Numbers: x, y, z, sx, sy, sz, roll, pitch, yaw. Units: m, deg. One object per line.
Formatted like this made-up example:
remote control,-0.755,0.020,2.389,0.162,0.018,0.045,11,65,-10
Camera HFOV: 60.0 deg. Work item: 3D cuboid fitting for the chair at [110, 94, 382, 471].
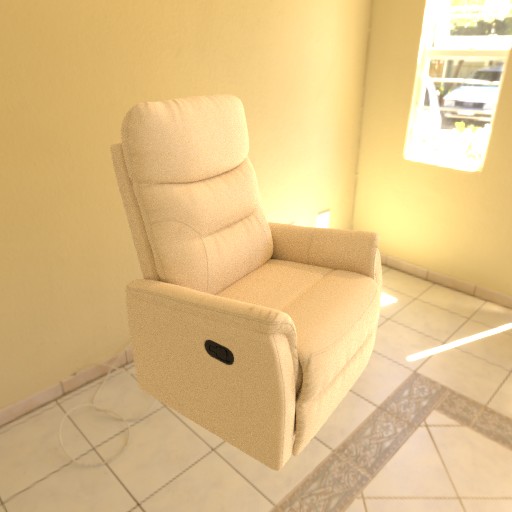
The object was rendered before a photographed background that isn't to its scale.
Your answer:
chair,0.000,0.000,1.632,0.831,1.082,0.775,17,30,32
